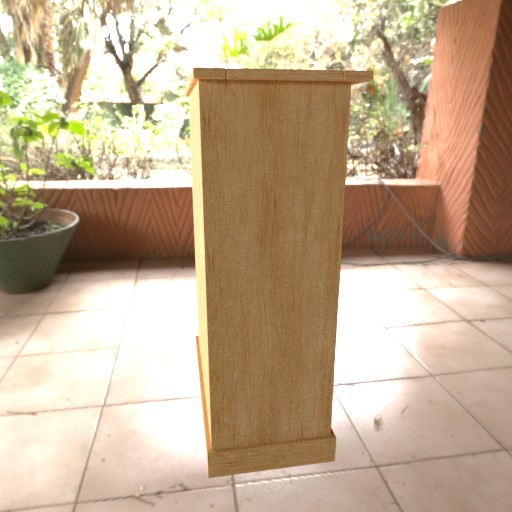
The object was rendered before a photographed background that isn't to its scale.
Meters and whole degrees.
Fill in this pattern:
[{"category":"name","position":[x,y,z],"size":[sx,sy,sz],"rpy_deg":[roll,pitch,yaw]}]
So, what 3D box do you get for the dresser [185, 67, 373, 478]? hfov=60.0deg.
[{"category":"dresser","position":[0.000,0.000,1.775],"size":[0.485,1.300,0.915],"rpy_deg":[-3,17,-10]}]
